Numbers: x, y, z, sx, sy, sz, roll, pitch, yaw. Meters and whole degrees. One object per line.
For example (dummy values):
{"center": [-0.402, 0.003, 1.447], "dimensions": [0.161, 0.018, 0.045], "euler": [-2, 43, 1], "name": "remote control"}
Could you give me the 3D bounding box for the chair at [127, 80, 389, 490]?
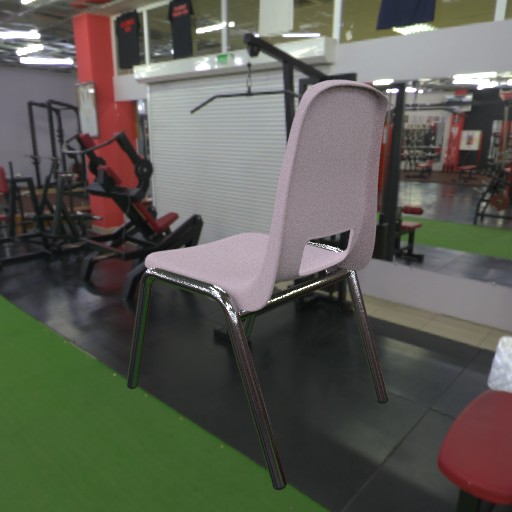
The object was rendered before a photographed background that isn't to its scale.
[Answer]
{"center": [0.000, 0.000, 0.830], "dimensions": [0.423, 0.586, 0.354], "euler": [15, 21, 43], "name": "chair"}
